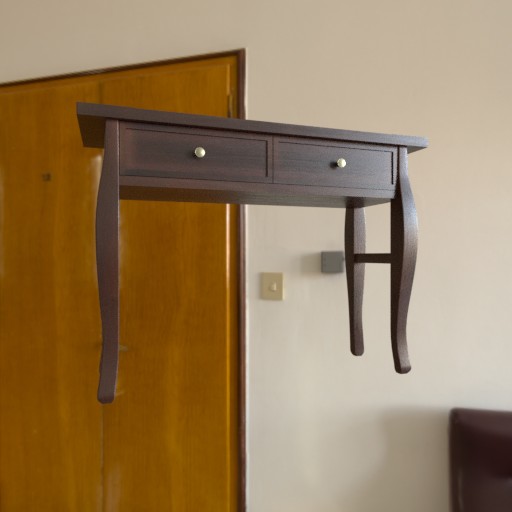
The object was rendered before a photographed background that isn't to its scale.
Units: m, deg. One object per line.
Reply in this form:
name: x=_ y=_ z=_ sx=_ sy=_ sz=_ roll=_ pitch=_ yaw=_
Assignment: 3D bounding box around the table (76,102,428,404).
table: x=0.000 y=0.000 z=1.440 sx=1.062 sy=0.768 sz=0.373 roll=0 pitch=0 yaw=-19
